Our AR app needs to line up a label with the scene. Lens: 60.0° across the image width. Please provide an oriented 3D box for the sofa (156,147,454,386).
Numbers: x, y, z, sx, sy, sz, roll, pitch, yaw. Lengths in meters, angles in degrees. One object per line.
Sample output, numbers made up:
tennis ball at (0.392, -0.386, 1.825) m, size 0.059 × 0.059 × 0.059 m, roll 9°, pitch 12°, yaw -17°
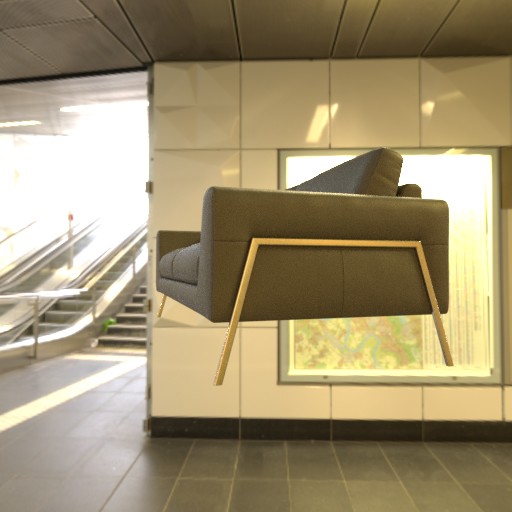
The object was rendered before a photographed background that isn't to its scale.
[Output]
sofa at (0.000, 0.000, 2.505) m, size 0.953 × 0.875 × 2.017 m, roll 0°, pitch -2°, yaw -18°
